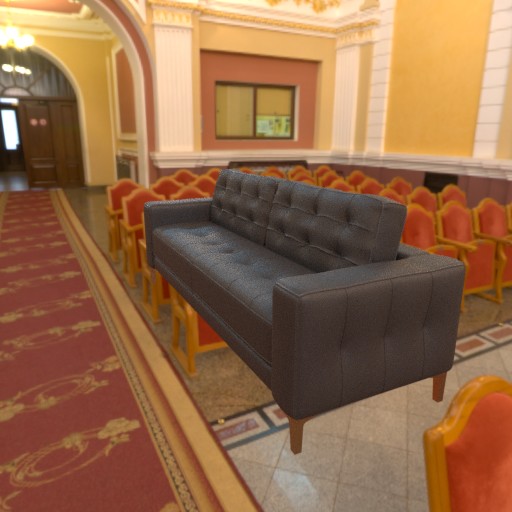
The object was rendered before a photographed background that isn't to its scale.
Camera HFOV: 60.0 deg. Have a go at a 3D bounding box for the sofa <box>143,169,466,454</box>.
[{"bbox_3d":[0.000,0.000,2.640,0.833,0.893,2.275,-8,17,-25],"label":"sofa"}]
